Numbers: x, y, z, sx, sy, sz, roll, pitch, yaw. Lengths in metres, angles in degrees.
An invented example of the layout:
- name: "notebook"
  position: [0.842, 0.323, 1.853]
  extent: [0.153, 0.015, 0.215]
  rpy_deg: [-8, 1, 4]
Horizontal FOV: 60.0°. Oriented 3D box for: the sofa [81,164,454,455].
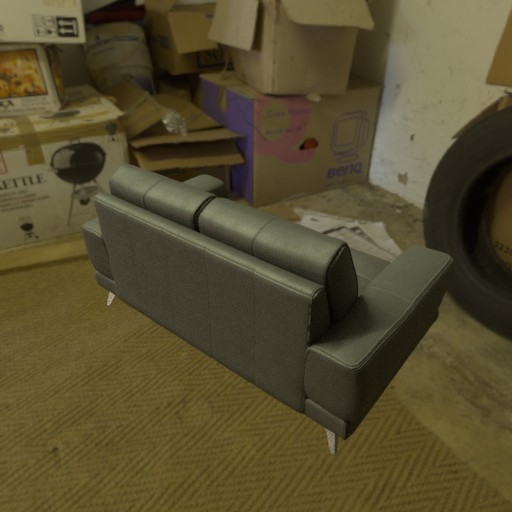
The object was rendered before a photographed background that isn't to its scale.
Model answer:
- name: "sofa"
  position: [0.000, 0.000, 2.398]
  extent: [1.806, 0.907, 1.018]
  rpy_deg: [23, 39, 33]
